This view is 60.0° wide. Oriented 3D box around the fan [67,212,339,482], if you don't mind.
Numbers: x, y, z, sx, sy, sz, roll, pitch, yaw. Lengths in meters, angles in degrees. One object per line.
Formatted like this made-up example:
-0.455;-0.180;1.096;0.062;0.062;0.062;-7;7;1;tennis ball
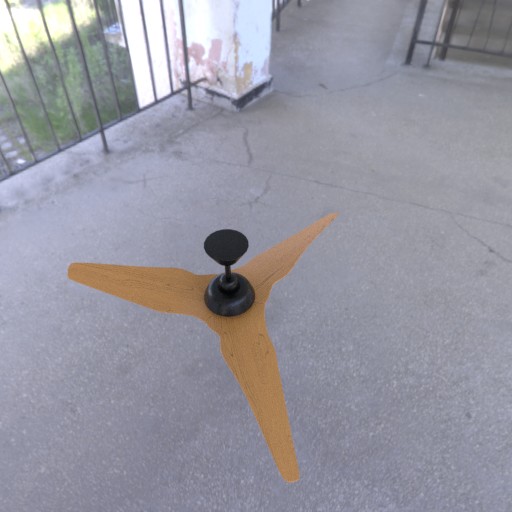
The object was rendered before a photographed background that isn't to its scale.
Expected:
0.000;0.000;1.631;1.142;0.355;1.010;32;54;27;fan
